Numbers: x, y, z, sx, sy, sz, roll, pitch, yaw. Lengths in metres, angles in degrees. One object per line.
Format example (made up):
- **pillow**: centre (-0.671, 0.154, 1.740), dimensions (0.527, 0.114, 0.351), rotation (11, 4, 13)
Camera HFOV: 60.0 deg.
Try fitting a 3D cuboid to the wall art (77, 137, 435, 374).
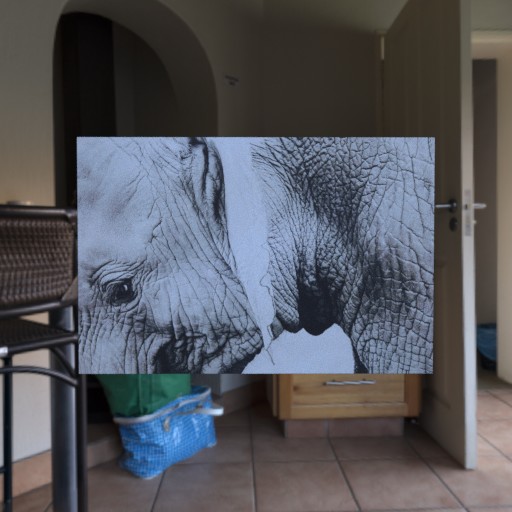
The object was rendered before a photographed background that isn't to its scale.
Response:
- **wall art**: centre (0.000, 0.000, 0.780), dimensions (0.613, 0.407, 0.035), rotation (0, 1, 0)
